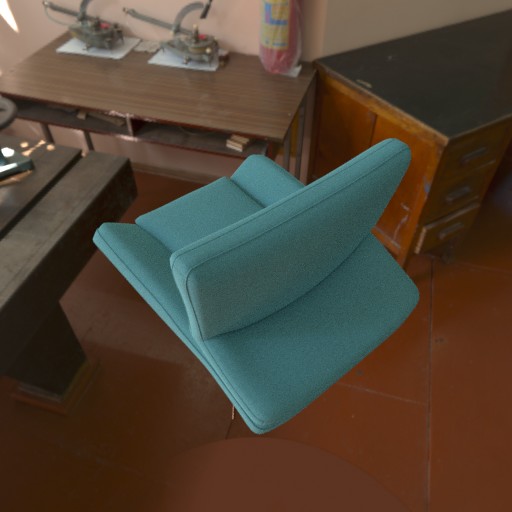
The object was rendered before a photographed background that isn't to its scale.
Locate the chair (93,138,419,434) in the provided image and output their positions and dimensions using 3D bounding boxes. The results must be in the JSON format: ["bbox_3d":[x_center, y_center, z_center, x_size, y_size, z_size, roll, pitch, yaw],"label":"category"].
[{"bbox_3d":[0.000,0.000,1.629,0.859,0.855,1.008,-31,53,-26],"label":"chair"}]
